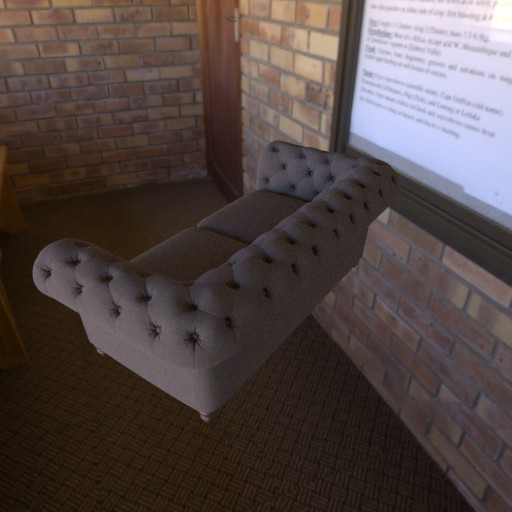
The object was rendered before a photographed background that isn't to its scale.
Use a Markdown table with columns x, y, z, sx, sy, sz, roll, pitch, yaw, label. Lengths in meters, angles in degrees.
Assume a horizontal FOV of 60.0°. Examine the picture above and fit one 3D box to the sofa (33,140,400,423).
| x | y | z | sx | sy | sz | roll | pitch | yaw | label |
| --- | --- | --- | --- | --- | --- | --- | --- | --- | --- |
| 0.000 | 0.000 | 2.478 | 0.986 | 0.764 | 1.998 | 21 | 37 | 29 | sofa |
